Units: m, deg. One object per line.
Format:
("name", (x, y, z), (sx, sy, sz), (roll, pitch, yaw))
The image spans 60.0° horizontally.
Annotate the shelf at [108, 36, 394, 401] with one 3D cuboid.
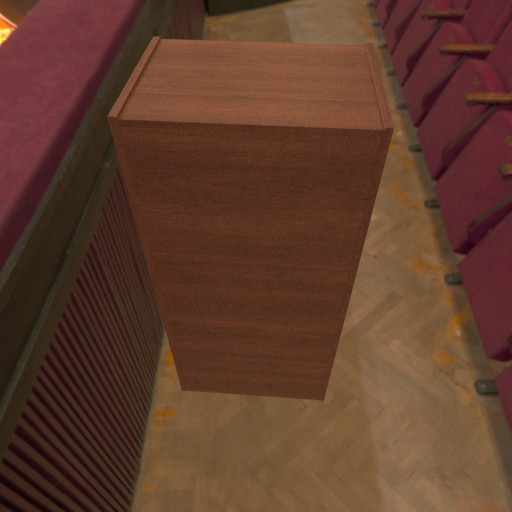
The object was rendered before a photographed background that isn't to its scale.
("shelf", (0.000, 0.000, 1.054), (0.414, 0.879, 0.290), (3, 47, 3))
